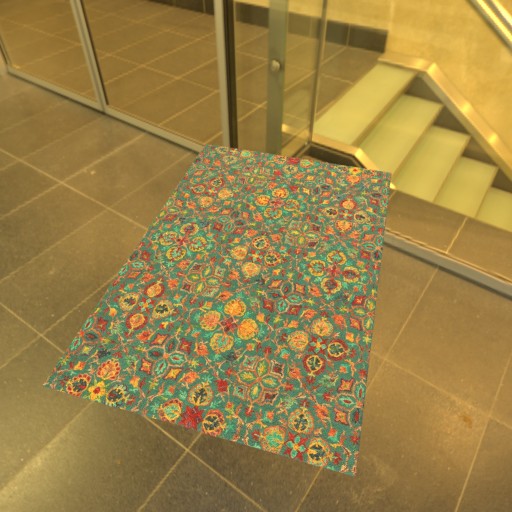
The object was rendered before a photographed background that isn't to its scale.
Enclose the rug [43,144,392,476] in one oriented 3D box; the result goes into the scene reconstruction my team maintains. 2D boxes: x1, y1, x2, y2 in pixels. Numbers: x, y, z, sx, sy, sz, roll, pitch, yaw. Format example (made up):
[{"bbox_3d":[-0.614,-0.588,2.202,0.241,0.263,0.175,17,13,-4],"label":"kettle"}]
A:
[{"bbox_3d":[0.000,0.000,2.793,1.527,0.016,2.290,11,47,11],"label":"rug"}]
